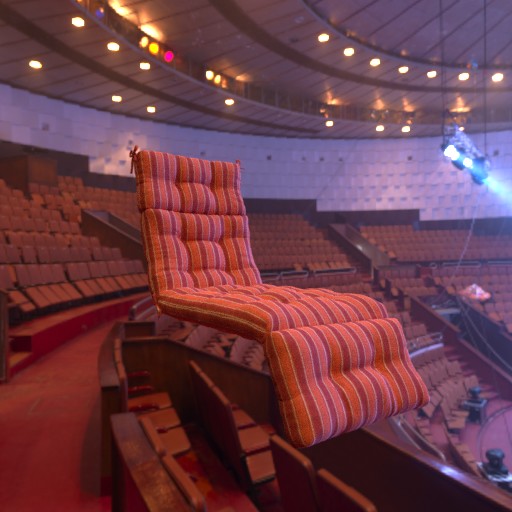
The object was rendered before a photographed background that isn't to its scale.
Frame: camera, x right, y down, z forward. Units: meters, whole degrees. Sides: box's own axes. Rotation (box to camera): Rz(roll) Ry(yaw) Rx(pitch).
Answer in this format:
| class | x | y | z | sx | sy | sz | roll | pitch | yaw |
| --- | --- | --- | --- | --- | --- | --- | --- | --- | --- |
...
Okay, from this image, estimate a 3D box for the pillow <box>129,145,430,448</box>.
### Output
| class | x | y | z | sx | sy | sz | roll | pitch | yaw |
| --- | --- | --- | --- | --- | --- | --- | --- | --- | --- |
| pillow | 0.000 | 0.000 | 1.490 | 0.526 | 0.863 | 1.016 | 0 | 0 | -37 |
